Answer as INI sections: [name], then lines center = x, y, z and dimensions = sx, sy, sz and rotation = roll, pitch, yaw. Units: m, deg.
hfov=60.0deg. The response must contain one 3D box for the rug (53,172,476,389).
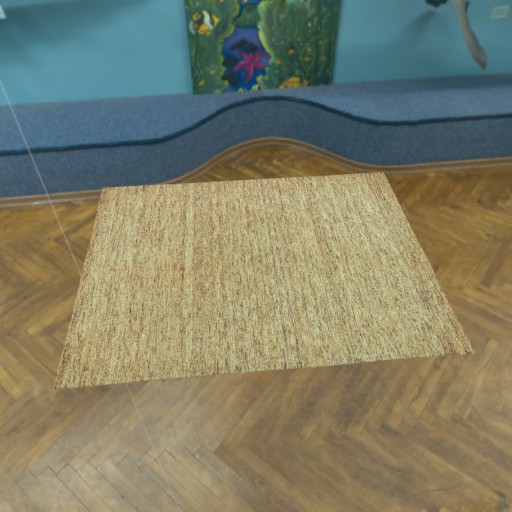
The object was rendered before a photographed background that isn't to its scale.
[rug]
center = 0.000, 0.000, 4.187
dimensions = 3.200, 0.012, 2.438
rotation = -4, 45, -4
